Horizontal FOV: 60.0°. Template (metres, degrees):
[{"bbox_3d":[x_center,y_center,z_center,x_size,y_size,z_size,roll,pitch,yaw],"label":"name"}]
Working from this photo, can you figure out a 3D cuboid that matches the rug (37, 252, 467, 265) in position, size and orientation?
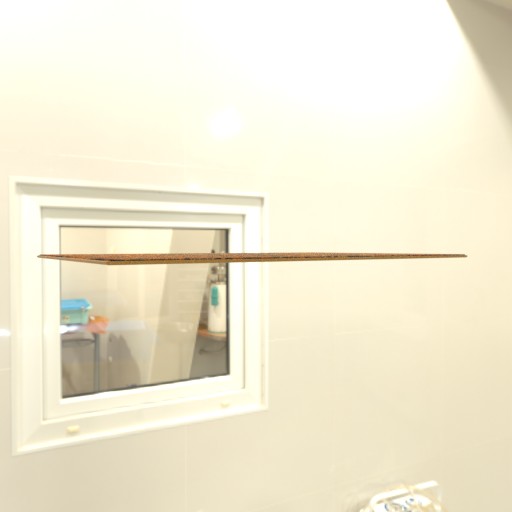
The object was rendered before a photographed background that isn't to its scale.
[{"bbox_3d":[0.000,0.000,1.056,0.863,0.008,0.557,-1,1,-35],"label":"rug"}]
